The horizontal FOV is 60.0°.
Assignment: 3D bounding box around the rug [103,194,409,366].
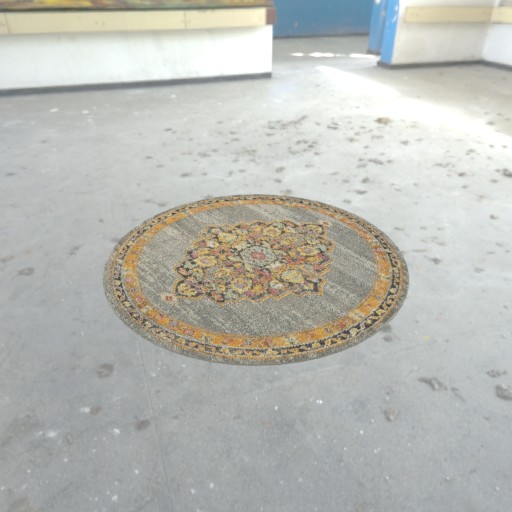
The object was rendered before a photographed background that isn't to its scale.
[{"bbox_3d":[0.000,0.000,3.583,2.382,0.014,2.382,0,32,0],"label":"rug"}]
